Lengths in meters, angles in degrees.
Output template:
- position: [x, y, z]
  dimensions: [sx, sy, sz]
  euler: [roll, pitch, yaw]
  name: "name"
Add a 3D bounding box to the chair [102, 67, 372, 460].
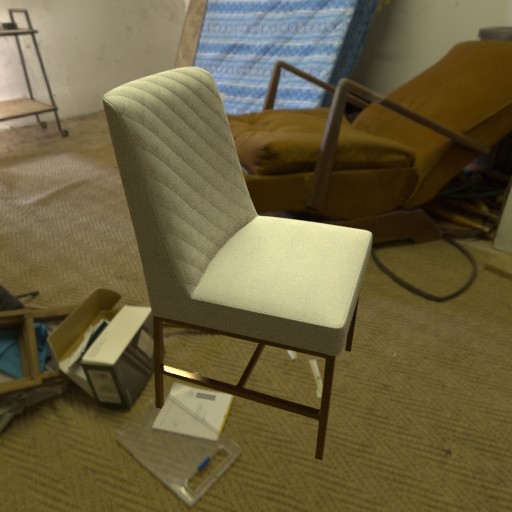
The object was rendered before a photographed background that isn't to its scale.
- position: [0.000, 0.000, 1.257]
  dimensions: [0.597, 0.933, 0.503]
  euler: [11, 33, 17]
  name: "chair"
